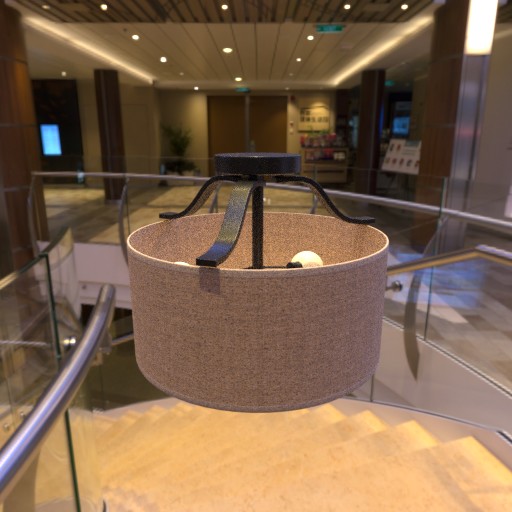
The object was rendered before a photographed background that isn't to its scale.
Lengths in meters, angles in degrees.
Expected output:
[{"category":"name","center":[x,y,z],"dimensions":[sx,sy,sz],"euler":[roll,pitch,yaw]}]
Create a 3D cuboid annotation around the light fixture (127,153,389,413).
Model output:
[{"category":"light fixture","center":[0.000,0.000,0.683],"dimensions":[0.390,0.306,0.390],"euler":[0,15,0]}]
